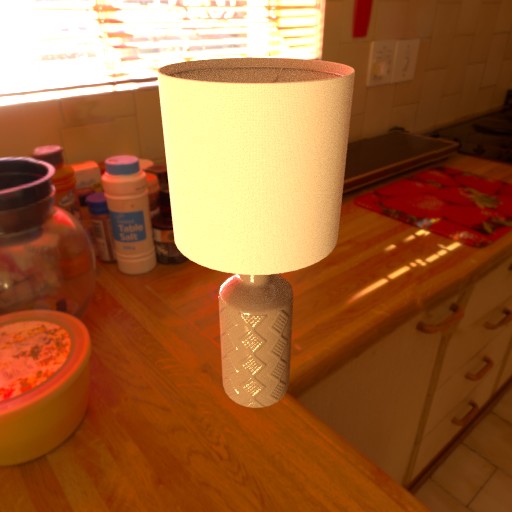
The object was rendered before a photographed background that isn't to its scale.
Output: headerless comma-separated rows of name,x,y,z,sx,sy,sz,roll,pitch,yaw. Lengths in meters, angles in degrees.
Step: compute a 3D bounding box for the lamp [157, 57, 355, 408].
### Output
lamp,0.000,0.000,0.585,0.207,0.461,0.207,10,31,17
